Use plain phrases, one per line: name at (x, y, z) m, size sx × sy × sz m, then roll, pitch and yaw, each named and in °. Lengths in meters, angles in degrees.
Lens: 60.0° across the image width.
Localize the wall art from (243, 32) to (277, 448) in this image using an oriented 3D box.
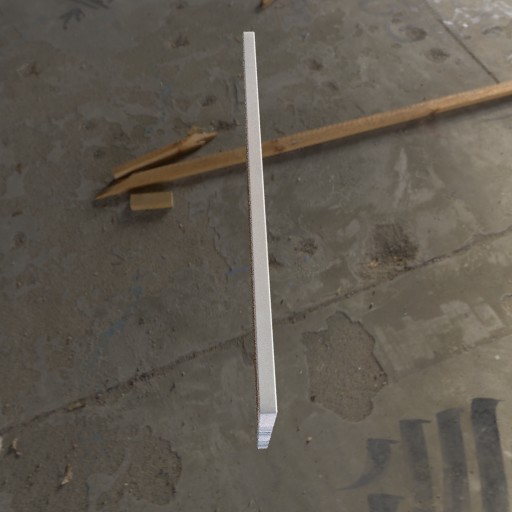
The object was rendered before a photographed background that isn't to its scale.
wall art at (0.000, 0.000, 1.606) m, size 0.039 × 0.915 × 1.219 m, roll -2°, pitch 62°, yaw -1°
